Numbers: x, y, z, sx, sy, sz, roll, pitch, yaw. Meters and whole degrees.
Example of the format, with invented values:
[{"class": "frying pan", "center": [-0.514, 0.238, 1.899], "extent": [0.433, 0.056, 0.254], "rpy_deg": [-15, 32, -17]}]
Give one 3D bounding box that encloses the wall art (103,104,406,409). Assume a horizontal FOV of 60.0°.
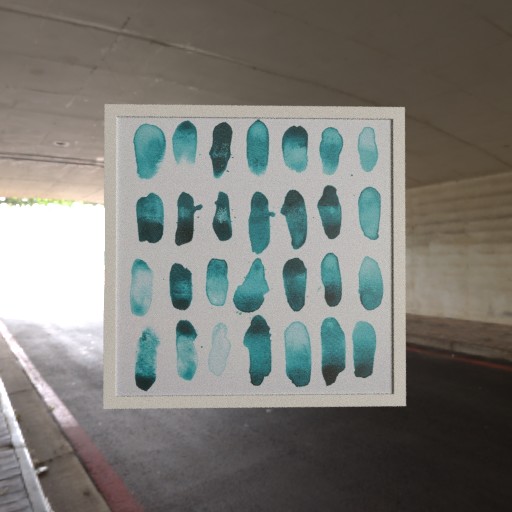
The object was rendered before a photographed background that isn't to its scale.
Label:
[{"class": "wall art", "center": [0.000, 0.000, 1.199], "extent": [0.812, 0.813, 0.013], "rpy_deg": [0, -1, -2]}]
